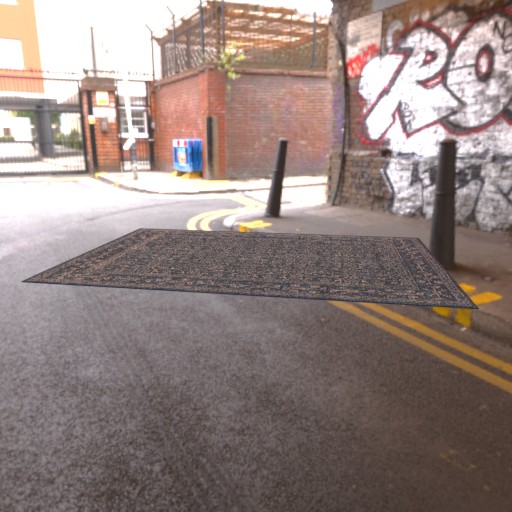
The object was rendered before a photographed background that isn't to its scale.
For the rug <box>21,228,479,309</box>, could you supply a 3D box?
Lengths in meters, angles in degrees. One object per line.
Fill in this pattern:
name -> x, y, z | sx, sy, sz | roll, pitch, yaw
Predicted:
rug -> 0.000, 0.000, 2.299 | 1.819, 0.005, 1.200 | 3, 15, 10
